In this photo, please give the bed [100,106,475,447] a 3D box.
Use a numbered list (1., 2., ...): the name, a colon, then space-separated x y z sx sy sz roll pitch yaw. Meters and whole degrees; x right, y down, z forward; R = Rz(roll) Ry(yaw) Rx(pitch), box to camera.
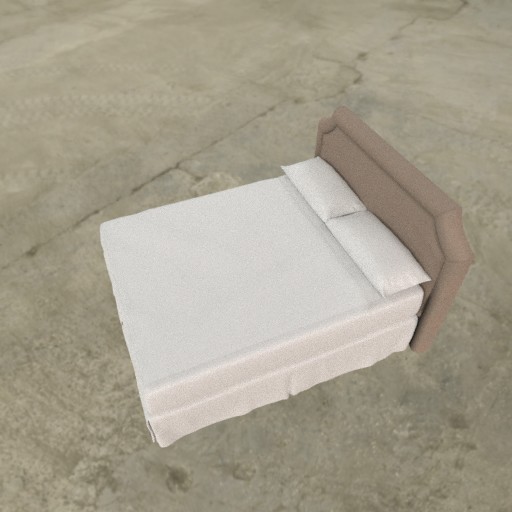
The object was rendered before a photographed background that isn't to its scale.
1. bed: 0.000 0.000 3.284 2.164 1.303 1.828 -17 49 -16
